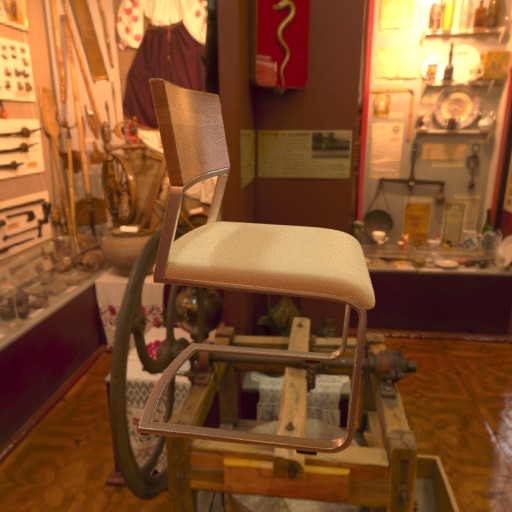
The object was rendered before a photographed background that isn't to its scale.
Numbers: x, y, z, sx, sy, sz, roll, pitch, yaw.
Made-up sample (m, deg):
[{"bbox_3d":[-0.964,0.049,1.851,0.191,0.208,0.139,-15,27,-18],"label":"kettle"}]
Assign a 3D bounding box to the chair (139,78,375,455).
[{"bbox_3d":[0.000,0.000,1.180,0.585,0.844,0.467,3,17,9],"label":"chair"}]
